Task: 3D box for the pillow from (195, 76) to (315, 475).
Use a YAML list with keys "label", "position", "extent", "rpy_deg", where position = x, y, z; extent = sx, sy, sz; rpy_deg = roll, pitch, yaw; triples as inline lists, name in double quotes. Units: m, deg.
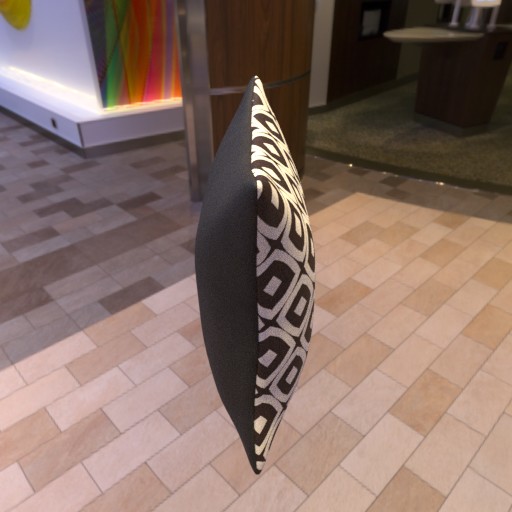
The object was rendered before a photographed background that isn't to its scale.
- label: "pillow"
  position: [0.000, 0.000, 0.769]
  extent: [0.188, 0.494, 0.504]
  rpy_deg: [0, 33, 0]
